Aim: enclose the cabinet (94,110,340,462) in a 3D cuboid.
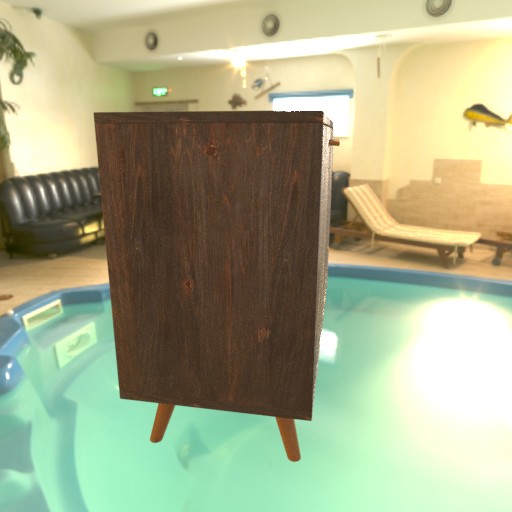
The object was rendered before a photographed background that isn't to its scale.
[{"bbox_3d":[0.000,0.000,1.519,0.529,0.897,1.023,3,16,10],"label":"cabinet"}]
